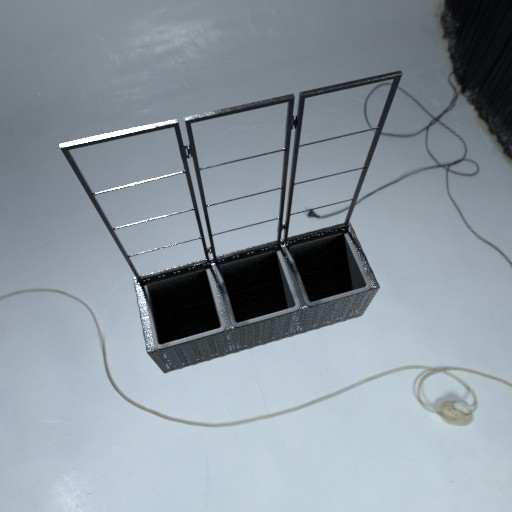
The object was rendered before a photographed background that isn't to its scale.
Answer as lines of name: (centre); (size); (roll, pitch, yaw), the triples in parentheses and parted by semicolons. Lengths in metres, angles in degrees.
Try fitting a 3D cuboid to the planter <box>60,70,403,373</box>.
planter: (0.000, 0.000, 1.162); (0.698, 0.841, 0.244); (-15, 64, -7)
